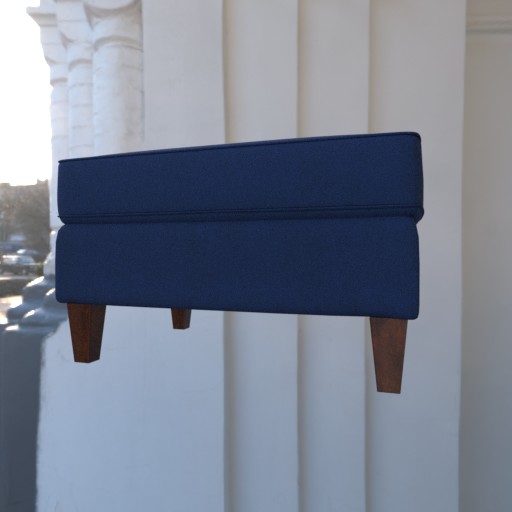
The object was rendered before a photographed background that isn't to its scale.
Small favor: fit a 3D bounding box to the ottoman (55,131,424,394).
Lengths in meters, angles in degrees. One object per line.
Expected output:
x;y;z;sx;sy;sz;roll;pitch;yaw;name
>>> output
0.000;0.000;1.367;0.965;0.584;0.686;0;1;19;ottoman
